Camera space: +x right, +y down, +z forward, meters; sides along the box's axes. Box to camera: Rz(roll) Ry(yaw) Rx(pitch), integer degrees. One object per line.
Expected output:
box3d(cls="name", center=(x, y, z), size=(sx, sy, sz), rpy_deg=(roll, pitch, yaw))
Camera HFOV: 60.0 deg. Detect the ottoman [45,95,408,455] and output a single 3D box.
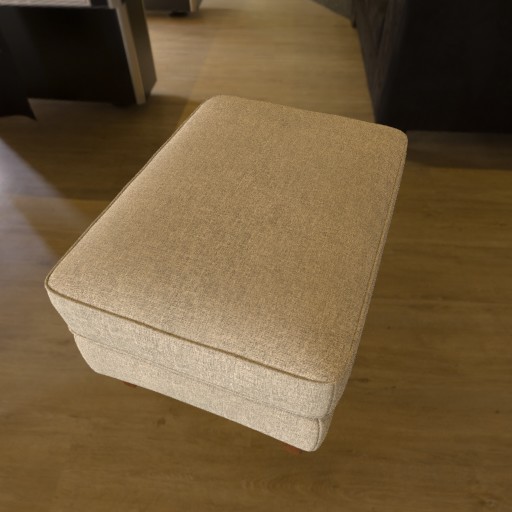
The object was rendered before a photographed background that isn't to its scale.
box3d(cls="ottoman", center=(0.000, 0.000, 1.267), size=(0.661, 0.561, 0.889), rpy_deg=(16, 50, 14))
